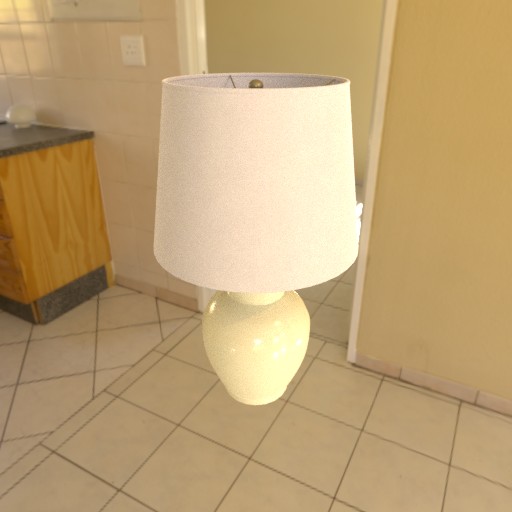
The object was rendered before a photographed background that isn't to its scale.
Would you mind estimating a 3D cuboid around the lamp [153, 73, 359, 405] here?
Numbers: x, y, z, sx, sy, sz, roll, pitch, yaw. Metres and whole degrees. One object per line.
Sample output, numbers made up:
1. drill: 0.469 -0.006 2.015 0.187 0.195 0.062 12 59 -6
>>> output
1. lamp: 0.000 0.000 0.538 0.239 0.399 0.239 0 26 0
